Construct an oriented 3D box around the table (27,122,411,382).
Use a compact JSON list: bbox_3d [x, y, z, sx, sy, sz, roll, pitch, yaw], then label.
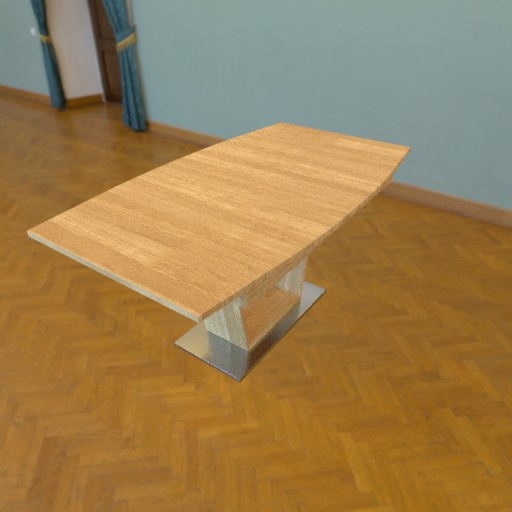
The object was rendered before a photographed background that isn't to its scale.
[{"bbox_3d":[0.000,0.000,2.063,0.900,0.748,1.598,21,38,29],"label":"table"}]
